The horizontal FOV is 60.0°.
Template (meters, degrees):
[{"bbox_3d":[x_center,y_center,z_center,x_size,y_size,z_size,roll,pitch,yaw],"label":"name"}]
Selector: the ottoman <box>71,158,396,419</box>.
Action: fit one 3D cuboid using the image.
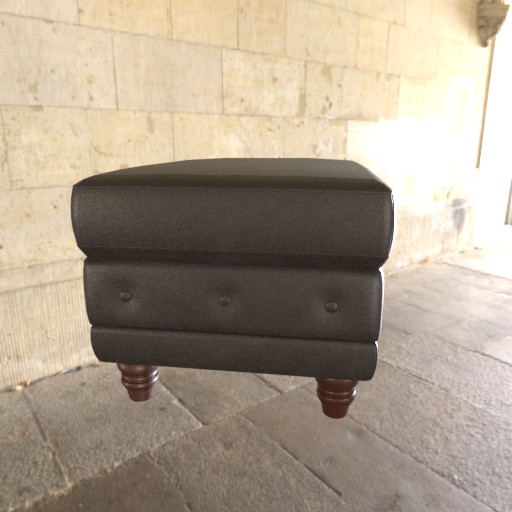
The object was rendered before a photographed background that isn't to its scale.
[{"bbox_3d":[0.000,0.000,1.188,0.590,0.498,0.795,2,15,8],"label":"ottoman"}]
